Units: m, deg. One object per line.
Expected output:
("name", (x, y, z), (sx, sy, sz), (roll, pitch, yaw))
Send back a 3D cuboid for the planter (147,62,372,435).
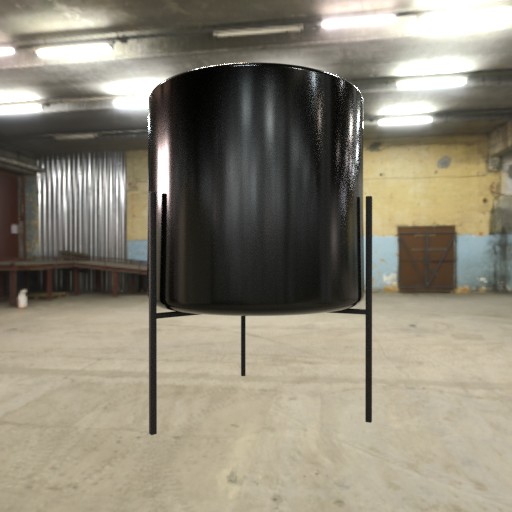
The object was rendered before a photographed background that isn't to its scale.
("planter", (0.000, 0.000, 0.633), (0.310, 0.432, 0.310), (0, 0, 37))
